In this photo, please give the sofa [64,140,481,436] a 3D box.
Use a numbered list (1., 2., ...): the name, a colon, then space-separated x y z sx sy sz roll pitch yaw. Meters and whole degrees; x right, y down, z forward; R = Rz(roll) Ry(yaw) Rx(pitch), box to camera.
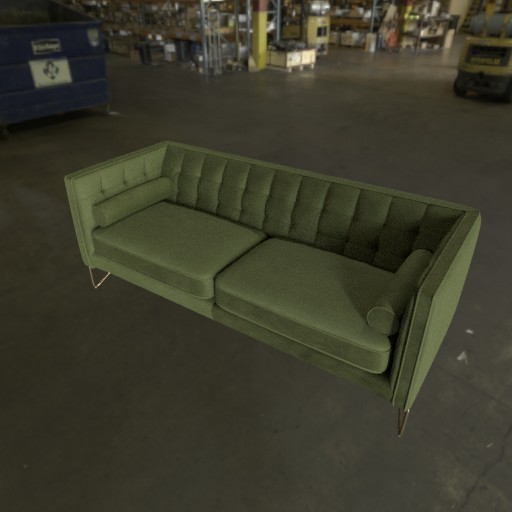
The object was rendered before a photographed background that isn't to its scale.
1. sofa: 0.000 0.000 2.494 2.087 0.789 0.867 19 36 29
